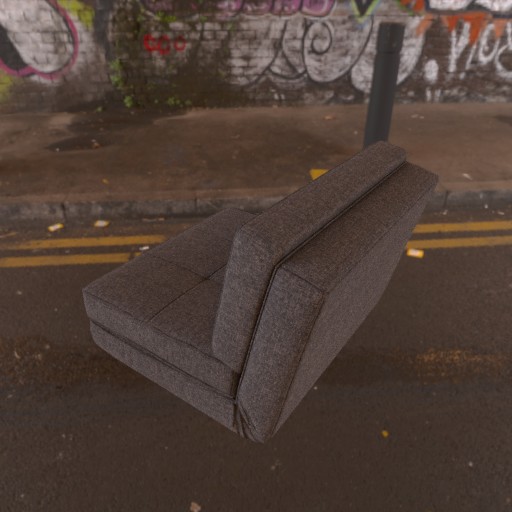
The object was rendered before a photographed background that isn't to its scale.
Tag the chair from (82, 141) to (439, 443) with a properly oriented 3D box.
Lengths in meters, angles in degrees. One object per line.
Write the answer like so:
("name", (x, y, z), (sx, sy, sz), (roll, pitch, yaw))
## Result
("chair", (0.000, 0.000, 1.340), (0.800, 0.615, 0.740), (20, 36, 30))
